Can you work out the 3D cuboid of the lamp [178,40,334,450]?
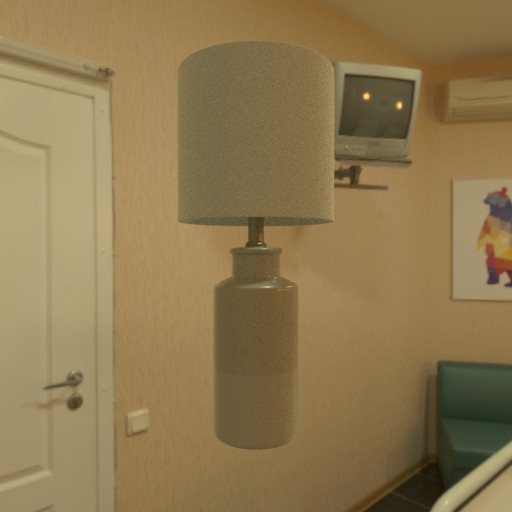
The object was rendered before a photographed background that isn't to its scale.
[{"bbox_3d":[0.000,0.000,0.612,0.212,0.493,0.212,0,1,18],"label":"lamp"}]
